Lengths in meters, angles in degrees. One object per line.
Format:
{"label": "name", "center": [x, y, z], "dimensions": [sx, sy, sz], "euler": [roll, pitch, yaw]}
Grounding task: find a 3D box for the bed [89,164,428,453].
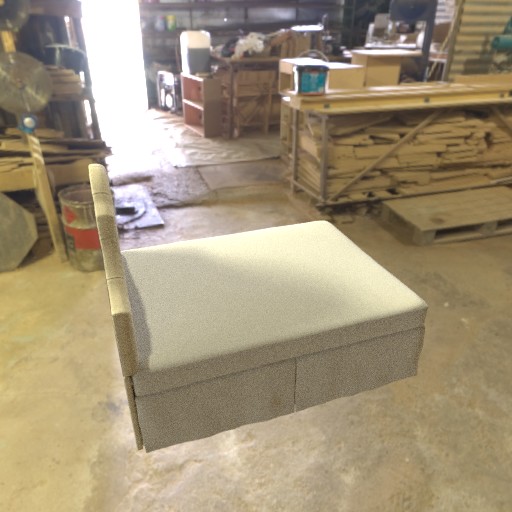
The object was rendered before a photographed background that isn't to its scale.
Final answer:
{"label": "bed", "center": [0.000, 0.000, 3.290], "dimensions": [2.092, 1.575, 1.627], "euler": [-10, 30, -17]}
